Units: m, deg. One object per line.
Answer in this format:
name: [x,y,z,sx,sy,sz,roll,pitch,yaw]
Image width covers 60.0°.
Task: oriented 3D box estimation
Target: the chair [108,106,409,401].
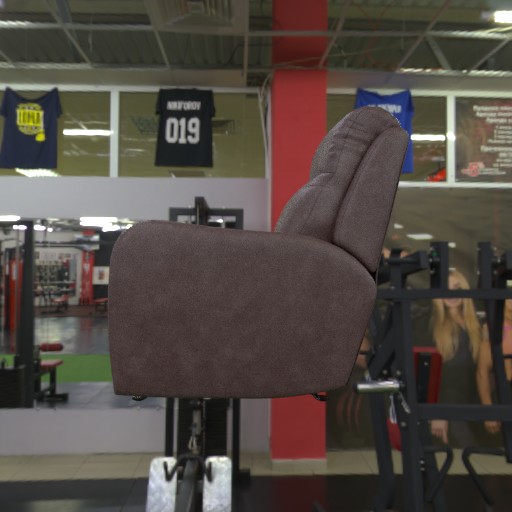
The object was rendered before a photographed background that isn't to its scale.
chair: [0.000,0.000,1.853,1.067,1.067,0.865,0,-2,0]
